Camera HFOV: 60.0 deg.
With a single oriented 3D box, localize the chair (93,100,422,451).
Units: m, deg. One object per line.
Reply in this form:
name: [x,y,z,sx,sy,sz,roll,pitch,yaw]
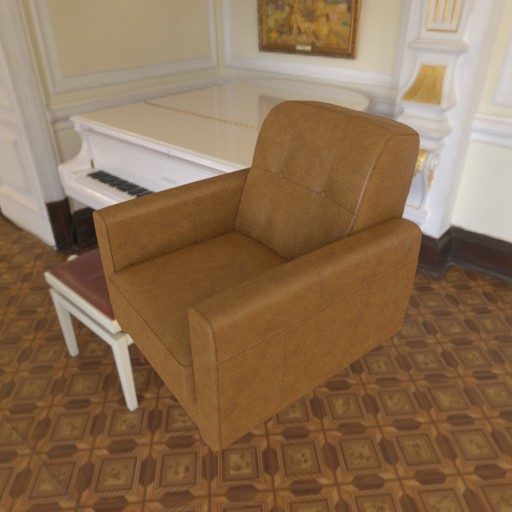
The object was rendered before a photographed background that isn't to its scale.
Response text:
chair: [0.000,0.000,1.645,0.942,0.968,0.845,-21,37,-31]
